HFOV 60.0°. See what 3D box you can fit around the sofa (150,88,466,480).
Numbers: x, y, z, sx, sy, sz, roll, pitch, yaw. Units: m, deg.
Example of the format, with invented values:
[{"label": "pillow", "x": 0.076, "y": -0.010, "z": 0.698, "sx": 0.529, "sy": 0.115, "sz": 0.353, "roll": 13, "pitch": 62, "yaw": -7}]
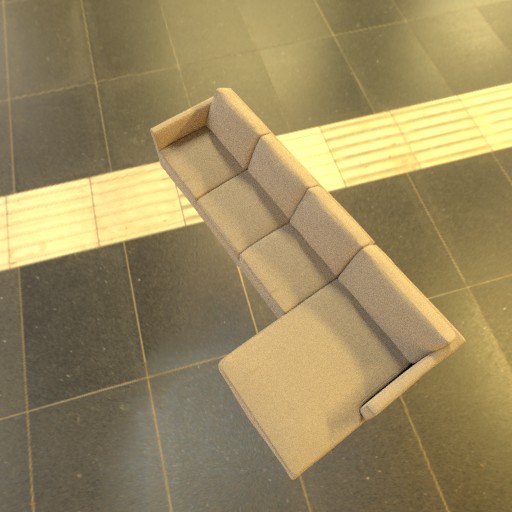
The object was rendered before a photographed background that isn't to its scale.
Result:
[{"label": "sofa", "x": 0.000, "y": 0.000, "z": 3.884, "sx": 1.625, "sy": 0.861, "sz": 3.186, "roll": -33, "pitch": 68, "yaw": -15}]
